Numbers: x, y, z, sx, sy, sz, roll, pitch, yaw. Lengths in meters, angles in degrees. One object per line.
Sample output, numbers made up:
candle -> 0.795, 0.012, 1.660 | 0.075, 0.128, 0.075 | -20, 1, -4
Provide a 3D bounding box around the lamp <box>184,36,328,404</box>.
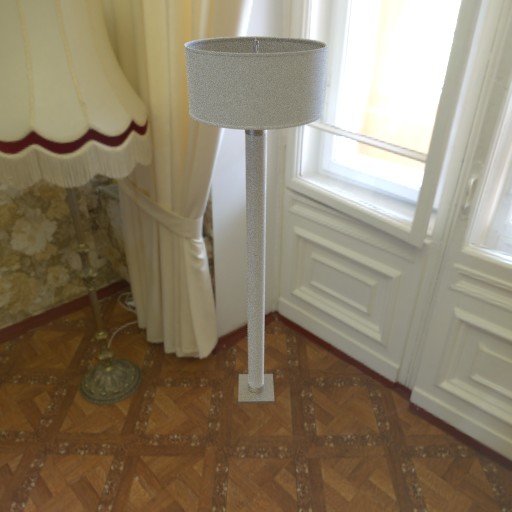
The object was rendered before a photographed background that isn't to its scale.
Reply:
lamp -> 0.000, 0.000, 1.678 | 0.420, 1.475, 0.420 | 0, 32, -1
